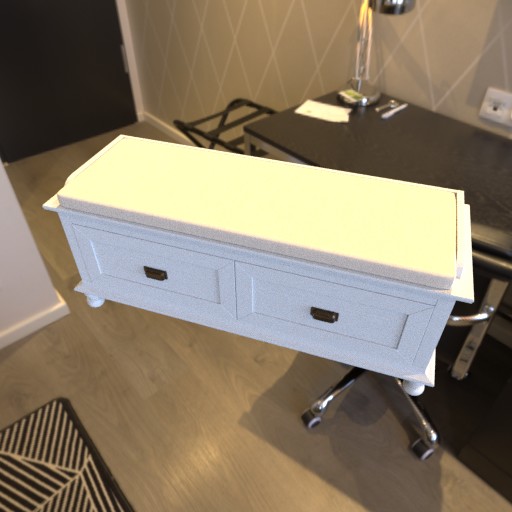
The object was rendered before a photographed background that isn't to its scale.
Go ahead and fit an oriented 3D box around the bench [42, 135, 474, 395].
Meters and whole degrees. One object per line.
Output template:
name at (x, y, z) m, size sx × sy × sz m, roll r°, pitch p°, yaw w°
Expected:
bench at (0.000, 0.000, 1.424) m, size 1.185 × 0.486 × 0.402 m, roll 12°, pitch 43°, yaw 14°
